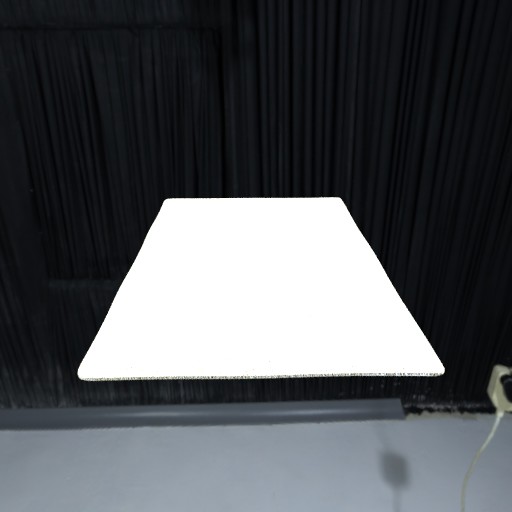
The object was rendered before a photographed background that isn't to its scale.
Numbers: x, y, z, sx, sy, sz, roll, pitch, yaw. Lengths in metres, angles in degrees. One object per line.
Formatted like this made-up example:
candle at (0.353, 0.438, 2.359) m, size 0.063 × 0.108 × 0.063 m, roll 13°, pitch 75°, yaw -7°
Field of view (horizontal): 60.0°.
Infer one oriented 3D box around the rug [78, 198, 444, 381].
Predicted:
rug at (0.000, 0.000, 3.352) m, size 1.798 × 0.025 × 2.698 m, roll -1°, pitch 26°, yaw -1°
